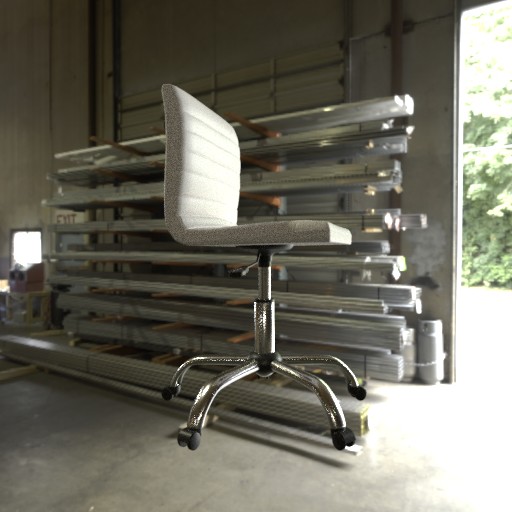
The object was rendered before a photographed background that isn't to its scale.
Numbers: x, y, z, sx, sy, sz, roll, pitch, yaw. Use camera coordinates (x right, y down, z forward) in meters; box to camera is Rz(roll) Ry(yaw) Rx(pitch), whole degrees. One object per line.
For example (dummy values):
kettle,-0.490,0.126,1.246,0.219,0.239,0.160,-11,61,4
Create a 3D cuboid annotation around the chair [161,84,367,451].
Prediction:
chair,0.000,0.000,1.126,0.530,0.780,0.556,0,1,18
